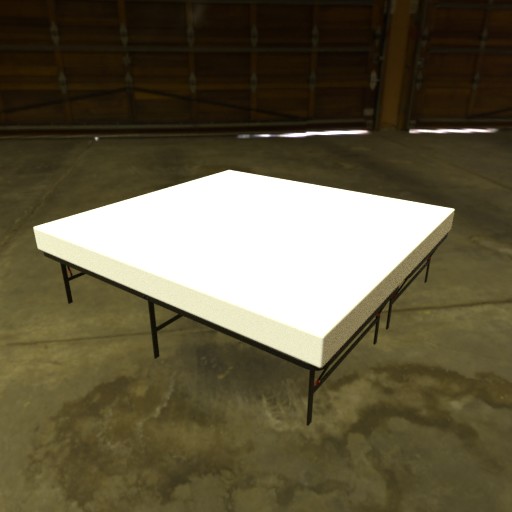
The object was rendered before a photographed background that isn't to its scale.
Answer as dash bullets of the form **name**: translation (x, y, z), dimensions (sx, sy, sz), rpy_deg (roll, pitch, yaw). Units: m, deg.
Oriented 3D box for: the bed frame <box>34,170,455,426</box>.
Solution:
- **bed frame**: translation (0.000, 0.000, 3.038), dimensions (2.032, 0.559, 1.930), rpy_deg (16, 29, 33)
